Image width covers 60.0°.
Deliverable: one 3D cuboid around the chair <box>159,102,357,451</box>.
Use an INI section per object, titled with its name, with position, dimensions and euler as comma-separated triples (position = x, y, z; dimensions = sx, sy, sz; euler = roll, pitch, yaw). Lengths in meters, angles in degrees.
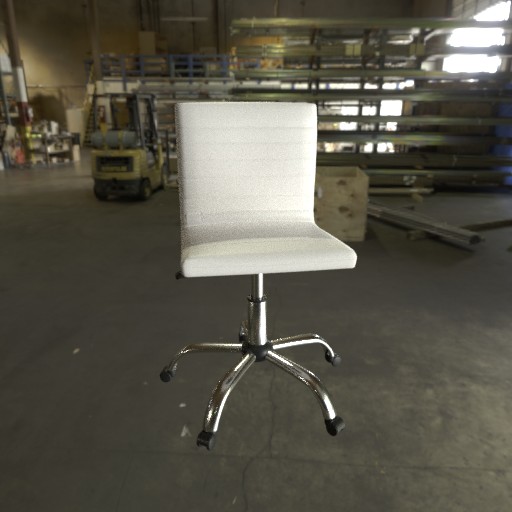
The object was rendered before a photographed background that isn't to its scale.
[chair]
position = 0.000, 0.000, 1.178
dimensions = 0.556, 0.780, 0.530
euler = -3, 18, -9
